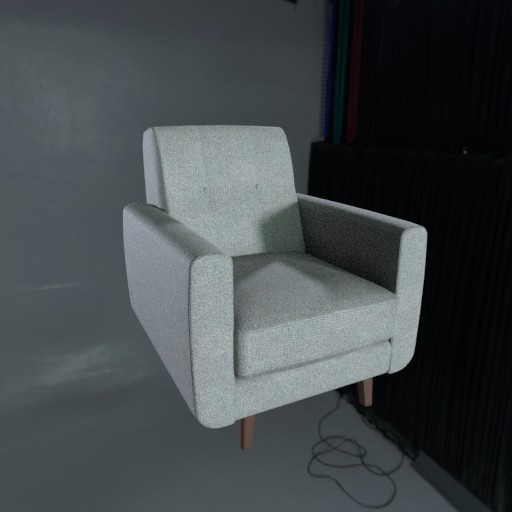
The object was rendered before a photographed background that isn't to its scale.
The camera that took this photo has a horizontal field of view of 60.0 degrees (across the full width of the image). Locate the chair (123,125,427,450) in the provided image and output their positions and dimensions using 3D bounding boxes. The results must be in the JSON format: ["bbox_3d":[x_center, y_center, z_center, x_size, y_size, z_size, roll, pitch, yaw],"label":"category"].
[{"bbox_3d":[0.000,0.000,1.702,0.845,0.968,0.942,-8,18,-26],"label":"chair"}]
